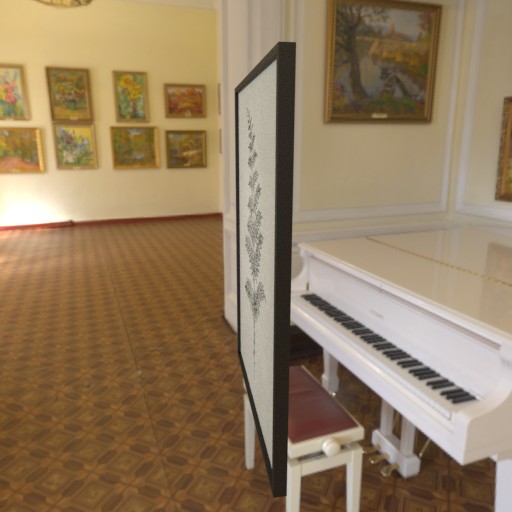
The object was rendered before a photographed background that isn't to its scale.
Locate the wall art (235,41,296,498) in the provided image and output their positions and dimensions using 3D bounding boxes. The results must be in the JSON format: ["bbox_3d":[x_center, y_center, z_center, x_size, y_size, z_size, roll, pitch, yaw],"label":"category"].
[{"bbox_3d":[0.000,0.000,1.385,0.036,1.070,0.802,-2,15,-9],"label":"wall art"}]
